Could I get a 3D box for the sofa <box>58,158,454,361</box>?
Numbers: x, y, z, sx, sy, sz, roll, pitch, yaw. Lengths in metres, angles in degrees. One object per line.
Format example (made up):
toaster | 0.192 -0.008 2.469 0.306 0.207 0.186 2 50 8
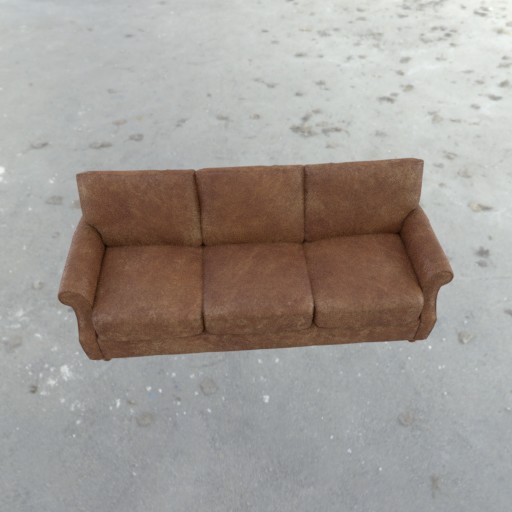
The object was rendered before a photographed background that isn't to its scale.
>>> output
sofa | 0.000 0.000 2.894 2.351 0.977 0.973 -3 46 -3
